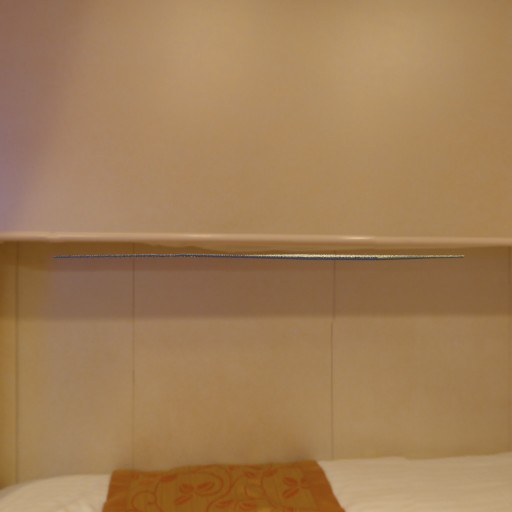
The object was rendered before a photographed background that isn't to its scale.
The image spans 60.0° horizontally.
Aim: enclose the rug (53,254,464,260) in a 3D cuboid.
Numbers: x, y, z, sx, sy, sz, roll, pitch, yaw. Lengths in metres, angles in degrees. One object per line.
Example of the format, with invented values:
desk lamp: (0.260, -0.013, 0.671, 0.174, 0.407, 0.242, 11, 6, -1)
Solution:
rug: (0.000, 0.000, 3.057, 2.349, 0.030, 1.624, 0, 0, 36)
